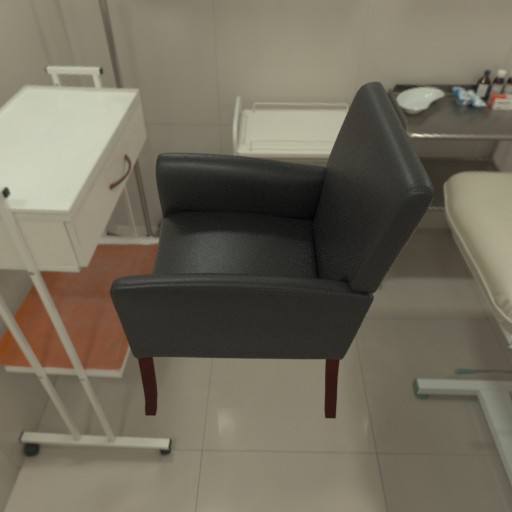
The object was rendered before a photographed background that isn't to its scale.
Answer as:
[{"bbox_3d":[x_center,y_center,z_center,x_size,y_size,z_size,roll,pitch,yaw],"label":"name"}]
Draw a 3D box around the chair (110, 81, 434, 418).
[{"bbox_3d":[0.000,0.000,1.481,0.772,0.951,0.683,1,42,1],"label":"chair"}]
